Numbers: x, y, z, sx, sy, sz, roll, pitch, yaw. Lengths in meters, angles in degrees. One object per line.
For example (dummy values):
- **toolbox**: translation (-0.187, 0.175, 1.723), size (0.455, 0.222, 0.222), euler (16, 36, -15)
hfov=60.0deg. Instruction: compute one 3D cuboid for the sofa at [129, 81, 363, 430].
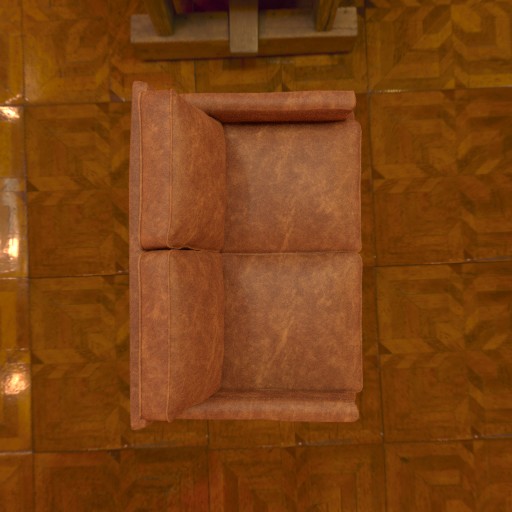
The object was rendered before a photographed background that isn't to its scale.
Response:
- **sofa**: translation (0.000, 0.000, 2.243), size (1.084, 1.003, 1.597), euler (0, 89, 1)
